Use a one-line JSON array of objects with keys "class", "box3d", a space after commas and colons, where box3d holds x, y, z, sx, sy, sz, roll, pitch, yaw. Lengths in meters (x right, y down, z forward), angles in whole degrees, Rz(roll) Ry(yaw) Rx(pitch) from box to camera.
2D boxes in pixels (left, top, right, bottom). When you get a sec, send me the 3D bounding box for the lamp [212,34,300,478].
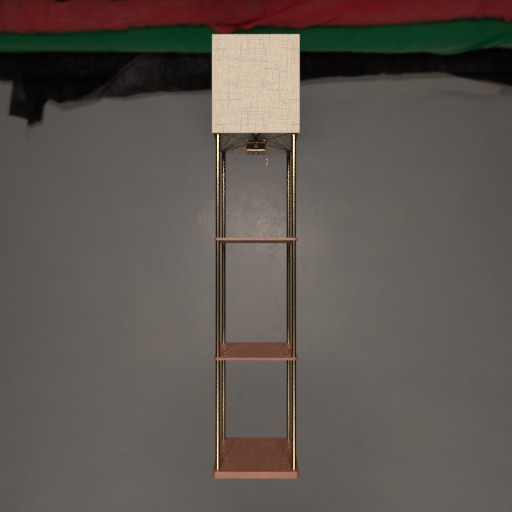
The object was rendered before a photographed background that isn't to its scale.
[{"class": "lamp", "box3d": [0.000, 0.000, 1.718, 0.310, 1.569, 0.308, 0, 0, 0]}]
